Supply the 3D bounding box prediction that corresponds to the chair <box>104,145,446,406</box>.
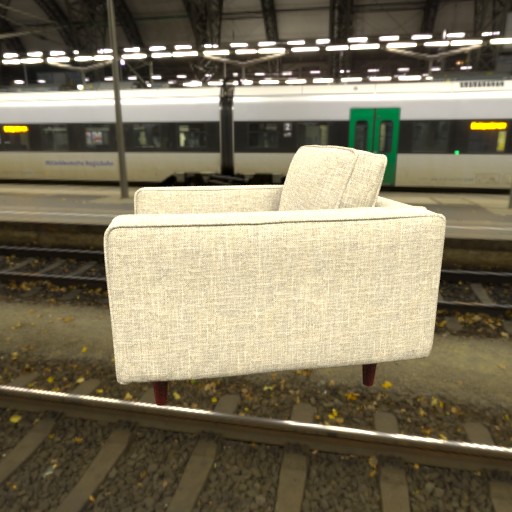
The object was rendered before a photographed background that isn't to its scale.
[{"bbox_3d":[0.000,0.000,1.581,0.914,0.765,0.889,-2,15,-9],"label":"chair"}]
